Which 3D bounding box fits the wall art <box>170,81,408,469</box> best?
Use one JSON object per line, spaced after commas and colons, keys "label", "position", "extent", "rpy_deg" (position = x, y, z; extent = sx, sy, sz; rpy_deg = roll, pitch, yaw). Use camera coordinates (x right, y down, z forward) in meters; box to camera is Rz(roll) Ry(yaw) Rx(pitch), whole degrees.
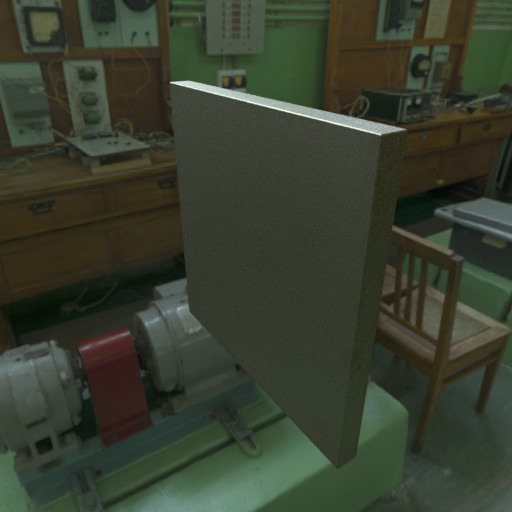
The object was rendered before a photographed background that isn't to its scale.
{"label": "wall art", "position": [0.000, 0.000, 0.751], "extent": [0.040, 0.506, 0.503], "rpy_deg": [-18, 33, -30]}
